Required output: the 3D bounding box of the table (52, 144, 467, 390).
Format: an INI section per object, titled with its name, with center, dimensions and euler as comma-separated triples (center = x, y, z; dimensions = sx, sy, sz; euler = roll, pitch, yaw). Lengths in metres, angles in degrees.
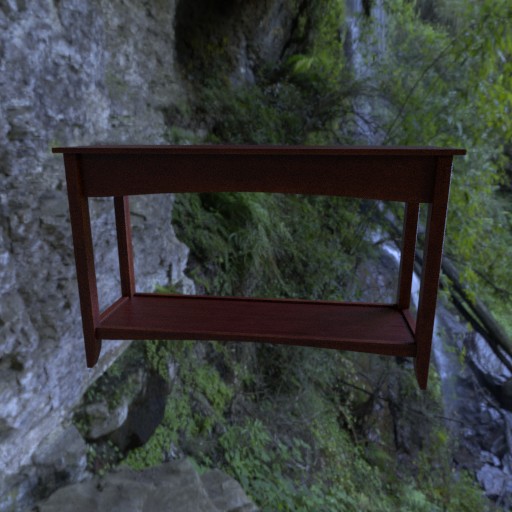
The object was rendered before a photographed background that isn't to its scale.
[table]
center = 0.000, 0.000, 1.541
dimensions = 1.188, 0.739, 0.392
euler = 2, 15, 7
